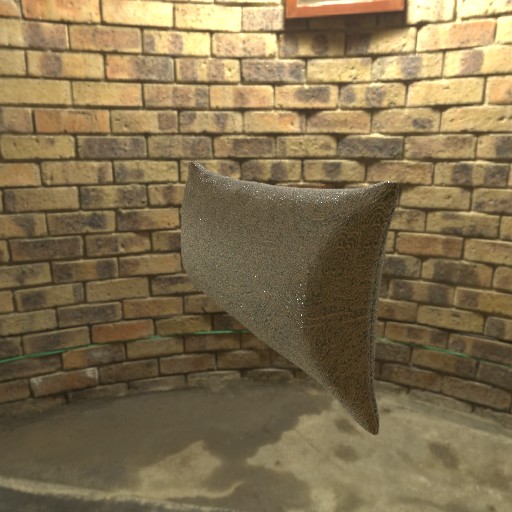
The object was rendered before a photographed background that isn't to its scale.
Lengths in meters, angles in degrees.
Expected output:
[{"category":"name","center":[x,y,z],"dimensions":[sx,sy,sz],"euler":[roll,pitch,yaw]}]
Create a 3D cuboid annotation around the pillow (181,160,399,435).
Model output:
[{"category":"pillow","center":[0.000,0.000,0.744],"dimensions":[0.151,0.295,0.615],"euler":[-7,16,-27]}]
